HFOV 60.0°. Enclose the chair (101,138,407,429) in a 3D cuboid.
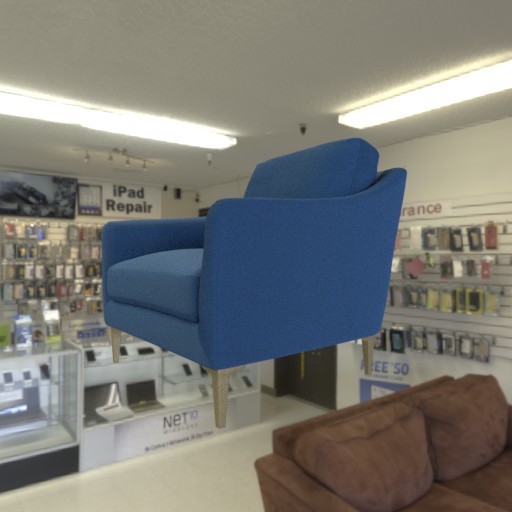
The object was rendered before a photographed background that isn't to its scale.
[{"bbox_3d":[0.000,0.000,1.760,0.961,0.899,0.987,0,0,-35],"label":"chair"}]
